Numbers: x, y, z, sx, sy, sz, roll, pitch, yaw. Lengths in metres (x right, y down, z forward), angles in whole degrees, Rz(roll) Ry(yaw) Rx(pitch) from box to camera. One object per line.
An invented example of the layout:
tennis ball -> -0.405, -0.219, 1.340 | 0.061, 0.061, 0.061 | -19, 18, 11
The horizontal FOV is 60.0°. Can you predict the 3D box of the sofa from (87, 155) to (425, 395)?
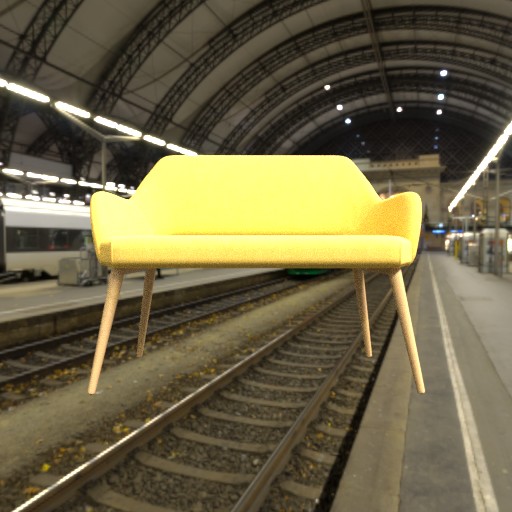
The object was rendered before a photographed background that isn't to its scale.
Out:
sofa -> 0.000, 0.000, 1.628 | 1.150, 0.840, 0.610 | 0, 2, 0
